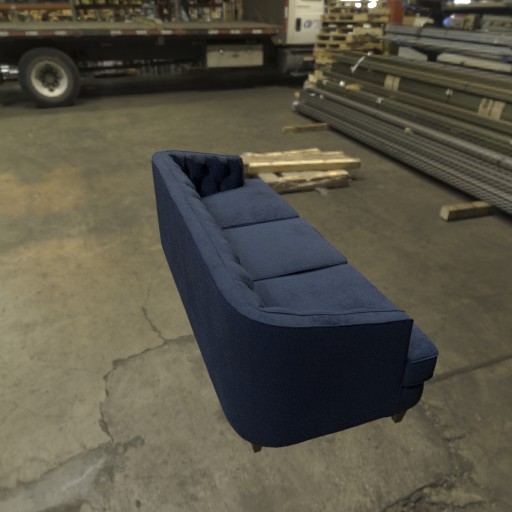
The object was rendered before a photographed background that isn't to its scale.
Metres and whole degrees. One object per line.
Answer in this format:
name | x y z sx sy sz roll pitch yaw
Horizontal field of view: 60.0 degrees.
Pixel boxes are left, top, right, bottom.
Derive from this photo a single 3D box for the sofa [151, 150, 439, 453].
sofa | 0.000 0.000 2.718 0.941 0.855 2.278 -10 32 -17
